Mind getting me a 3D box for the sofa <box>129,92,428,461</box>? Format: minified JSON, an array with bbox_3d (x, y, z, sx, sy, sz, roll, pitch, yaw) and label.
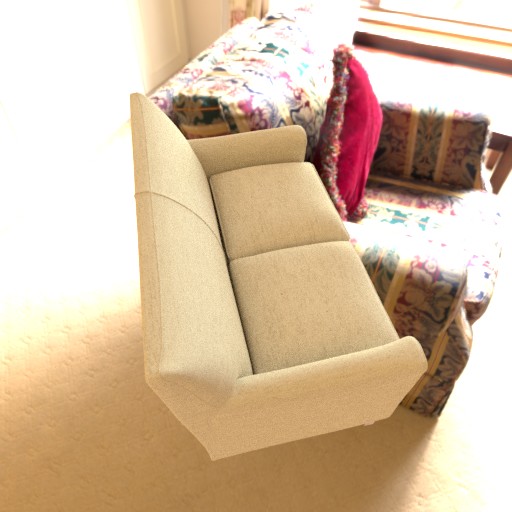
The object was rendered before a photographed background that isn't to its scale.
[{"bbox_3d":[0.000,0.000,1.958,0.891,0.892,1.482,-9,48,-8],"label":"sofa"}]
